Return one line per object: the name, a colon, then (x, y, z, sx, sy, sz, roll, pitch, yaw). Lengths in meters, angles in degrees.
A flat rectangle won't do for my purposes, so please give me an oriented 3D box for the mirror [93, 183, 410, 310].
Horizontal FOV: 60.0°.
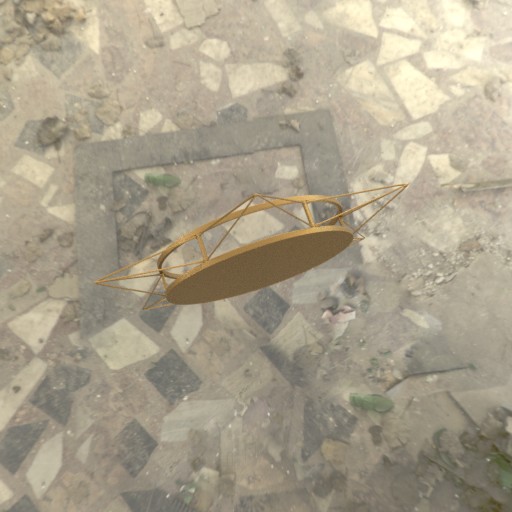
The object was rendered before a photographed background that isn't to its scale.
mirror: (0.000, 0.000, 0.802, 0.498, 0.581, 0.062, -18, 76, -4)
